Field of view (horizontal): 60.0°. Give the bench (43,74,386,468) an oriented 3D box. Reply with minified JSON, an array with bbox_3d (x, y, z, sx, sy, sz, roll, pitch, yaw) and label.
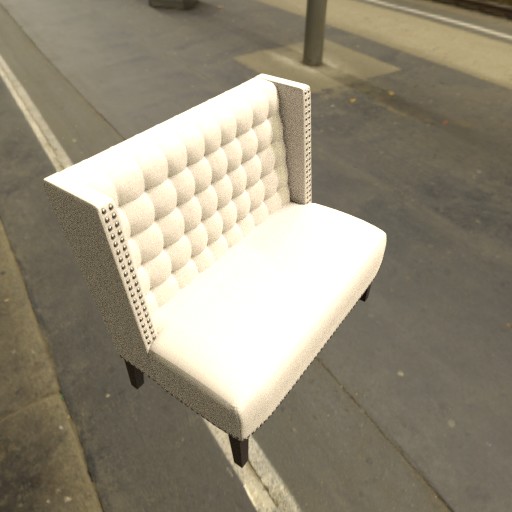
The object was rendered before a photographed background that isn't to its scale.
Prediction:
[{"bbox_3d":[0.000,0.000,2.020,0.847,1.123,1.280,26,47,26],"label":"bench"}]
